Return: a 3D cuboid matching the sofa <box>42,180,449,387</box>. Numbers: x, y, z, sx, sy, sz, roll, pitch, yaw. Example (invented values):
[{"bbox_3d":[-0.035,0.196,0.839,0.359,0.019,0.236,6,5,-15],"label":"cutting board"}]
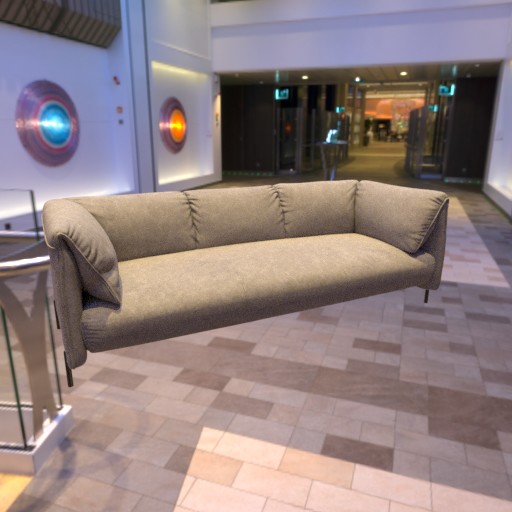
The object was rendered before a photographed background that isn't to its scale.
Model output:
[{"bbox_3d":[0.000,0.000,2.637,2.238,0.758,0.899,-8,18,-26],"label":"sofa"}]
